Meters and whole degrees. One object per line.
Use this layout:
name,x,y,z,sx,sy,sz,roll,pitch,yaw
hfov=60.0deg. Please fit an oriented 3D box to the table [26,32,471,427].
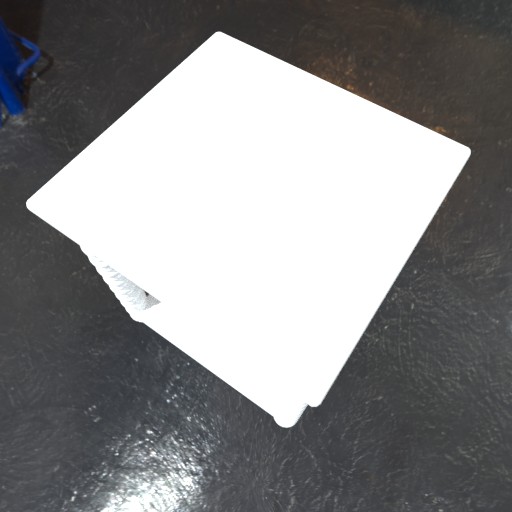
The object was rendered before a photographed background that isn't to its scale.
table,0.000,0.000,0.959,0.533,0.563,0.500,32,67,15
